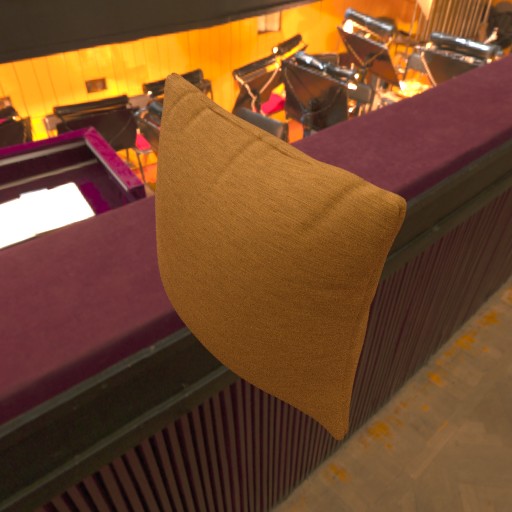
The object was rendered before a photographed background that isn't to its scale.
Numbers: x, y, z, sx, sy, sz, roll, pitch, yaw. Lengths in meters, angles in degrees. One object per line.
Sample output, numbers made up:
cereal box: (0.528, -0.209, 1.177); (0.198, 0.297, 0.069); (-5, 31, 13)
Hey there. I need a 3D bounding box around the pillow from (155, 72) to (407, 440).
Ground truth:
pillow: (0.000, 0.000, 0.651); (0.247, 0.417, 0.435); (-26, 47, -27)
